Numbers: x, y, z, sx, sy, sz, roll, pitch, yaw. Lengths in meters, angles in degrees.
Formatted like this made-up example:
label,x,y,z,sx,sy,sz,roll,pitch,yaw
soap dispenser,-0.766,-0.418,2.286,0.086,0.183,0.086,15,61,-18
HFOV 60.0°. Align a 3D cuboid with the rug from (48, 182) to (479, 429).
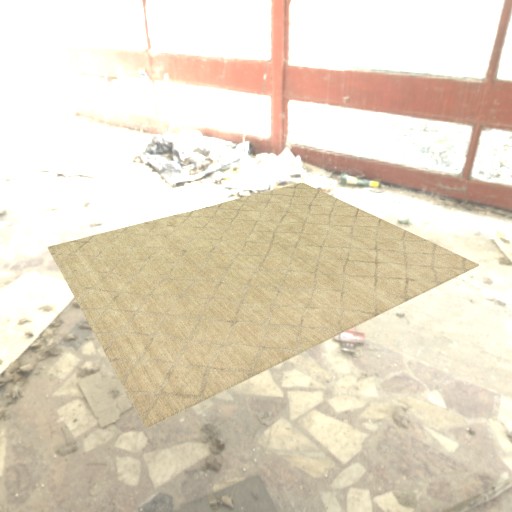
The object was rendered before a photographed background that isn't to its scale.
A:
label,x,y,z,sx,sy,sz,roll,pitch,yaw
rug,0.000,0.000,3.977,3.038,0.019,2.420,-19,35,-29
